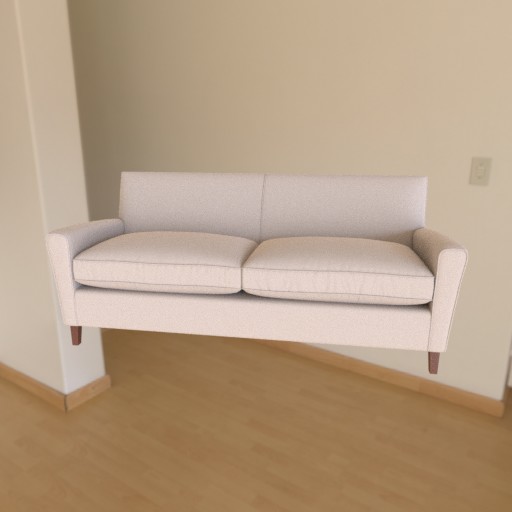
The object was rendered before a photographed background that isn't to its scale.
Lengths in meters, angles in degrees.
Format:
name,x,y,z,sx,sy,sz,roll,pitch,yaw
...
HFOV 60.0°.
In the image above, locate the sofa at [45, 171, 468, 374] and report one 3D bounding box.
name,x,y,z,sx,sy,sz,roll,pitch,yaw
sofa,0.000,0.000,2.478,2.000,0.846,0.875,2,15,9
